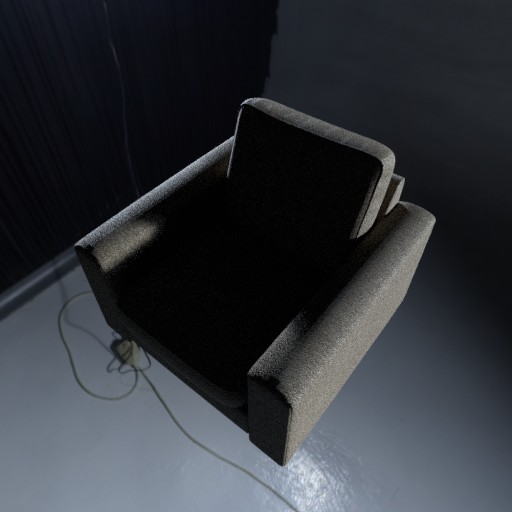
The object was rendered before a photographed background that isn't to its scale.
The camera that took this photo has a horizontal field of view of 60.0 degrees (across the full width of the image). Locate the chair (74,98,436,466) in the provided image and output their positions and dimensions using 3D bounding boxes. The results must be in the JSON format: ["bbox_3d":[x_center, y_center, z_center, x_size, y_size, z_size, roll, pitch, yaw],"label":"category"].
[{"bbox_3d":[0.000,0.000,1.758,1.005,0.873,1.016,30,55,25],"label":"chair"}]
